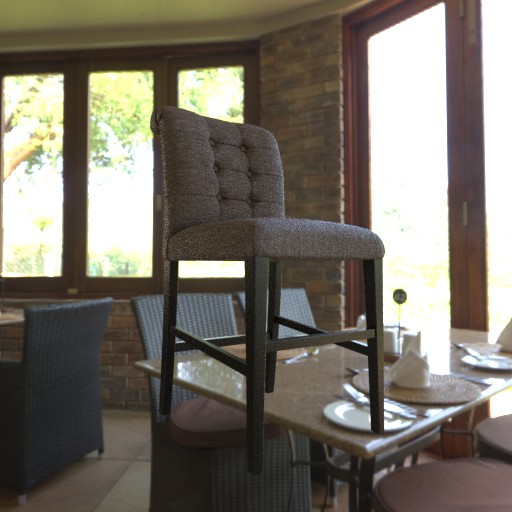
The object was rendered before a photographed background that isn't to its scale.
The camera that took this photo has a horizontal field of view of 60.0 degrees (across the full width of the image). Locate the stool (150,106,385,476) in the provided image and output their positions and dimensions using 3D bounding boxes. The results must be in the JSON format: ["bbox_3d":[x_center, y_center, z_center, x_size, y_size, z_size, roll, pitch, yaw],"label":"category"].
[{"bbox_3d":[0.000,0.000,1.331,0.457,0.970,0.611,1,-2,-36],"label":"stool"}]
